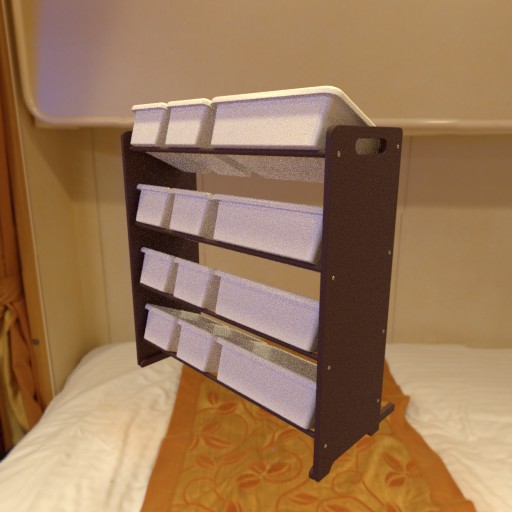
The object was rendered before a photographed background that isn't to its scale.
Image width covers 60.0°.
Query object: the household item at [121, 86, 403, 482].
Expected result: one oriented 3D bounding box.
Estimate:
[{"bbox_3d":[0.000,0.000,1.308,0.787,0.864,0.389,14,20,43],"label":"household item"}]
